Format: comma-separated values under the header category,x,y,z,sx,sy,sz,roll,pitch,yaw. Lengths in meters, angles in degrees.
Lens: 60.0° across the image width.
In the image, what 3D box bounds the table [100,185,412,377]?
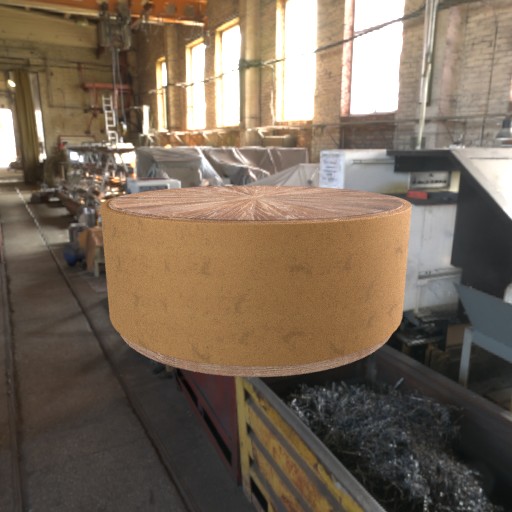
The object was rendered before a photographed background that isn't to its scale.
category,x,y,z,sx,sy,sz,roll,pitch,yaw
table,0.000,0.000,1.553,1.001,0.409,1.001,0,14,0
